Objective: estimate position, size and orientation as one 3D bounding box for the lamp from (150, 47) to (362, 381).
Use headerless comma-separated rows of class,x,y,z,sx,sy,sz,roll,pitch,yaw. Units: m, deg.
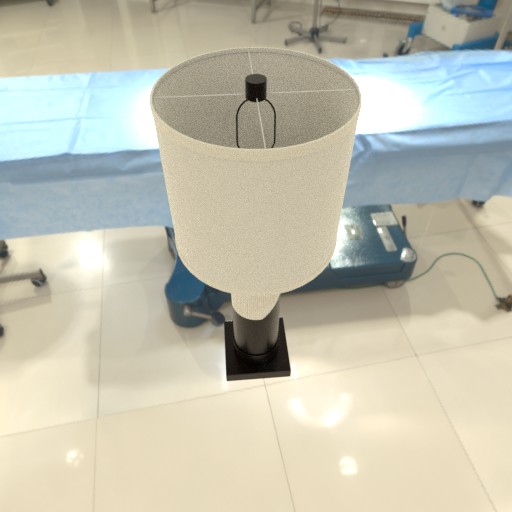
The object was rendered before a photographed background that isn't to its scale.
lamp,0.000,0.000,0.619,0.211,0.509,0.211,-4,47,-3
